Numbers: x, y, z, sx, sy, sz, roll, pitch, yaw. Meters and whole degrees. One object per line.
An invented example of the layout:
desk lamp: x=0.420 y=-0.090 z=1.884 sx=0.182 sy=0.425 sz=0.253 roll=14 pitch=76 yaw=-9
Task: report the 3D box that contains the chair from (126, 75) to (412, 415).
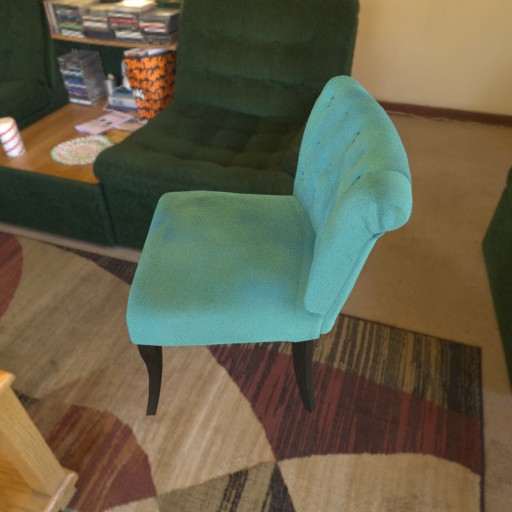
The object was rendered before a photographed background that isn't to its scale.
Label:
chair: x=0.000 y=0.000 z=1.163 sx=0.605 sy=0.750 sz=0.582 roll=0 pitch=41 yaw=0
